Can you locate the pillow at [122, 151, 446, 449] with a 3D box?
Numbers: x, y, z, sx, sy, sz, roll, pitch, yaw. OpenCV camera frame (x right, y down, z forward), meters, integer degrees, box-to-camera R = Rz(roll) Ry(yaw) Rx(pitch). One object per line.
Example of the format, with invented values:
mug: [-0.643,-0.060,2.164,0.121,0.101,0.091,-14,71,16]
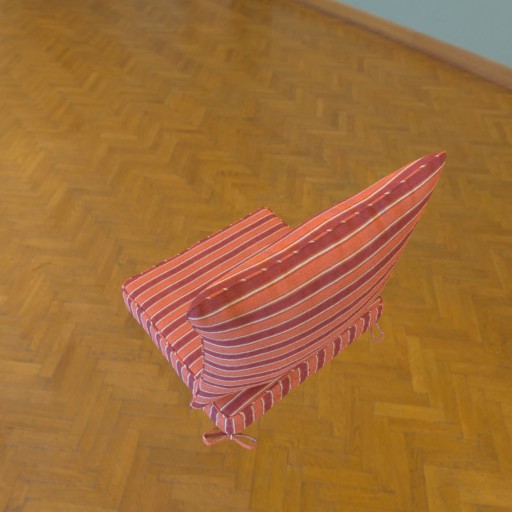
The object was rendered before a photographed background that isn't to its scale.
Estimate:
pillow: [0.000,0.000,1.363,0.799,0.723,0.733,-31,54,-26]
